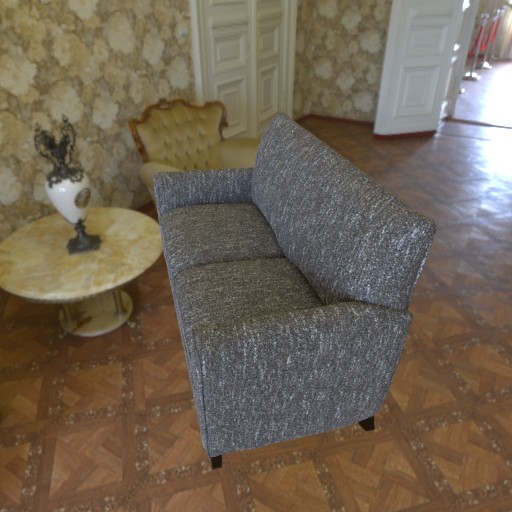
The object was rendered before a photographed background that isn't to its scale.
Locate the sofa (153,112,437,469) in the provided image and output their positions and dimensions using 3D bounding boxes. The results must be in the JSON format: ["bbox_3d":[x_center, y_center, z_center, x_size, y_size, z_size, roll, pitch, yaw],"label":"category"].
[{"bbox_3d":[0.000,0.000,2.070,0.801,0.946,1.519,-8,32,-13],"label":"sofa"}]
